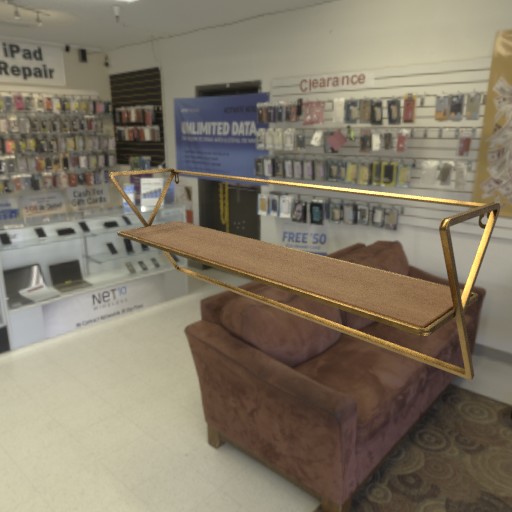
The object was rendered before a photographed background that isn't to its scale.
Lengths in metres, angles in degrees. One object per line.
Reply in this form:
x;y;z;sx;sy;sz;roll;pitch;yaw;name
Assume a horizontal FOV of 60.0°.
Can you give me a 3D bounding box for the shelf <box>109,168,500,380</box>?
0.000;0.000;0.707;0.645;0.229;0.150;15;22;43;shelf
